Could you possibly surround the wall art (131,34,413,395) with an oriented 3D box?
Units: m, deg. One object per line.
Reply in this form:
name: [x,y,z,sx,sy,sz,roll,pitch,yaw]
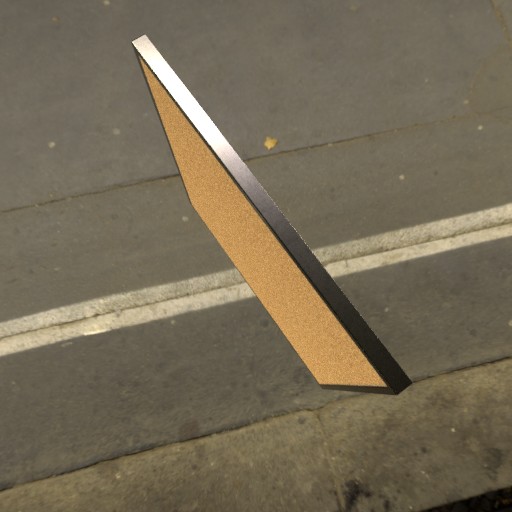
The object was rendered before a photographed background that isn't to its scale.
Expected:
wall art: [0.000,0.000,0.505,0.014,0.349,0.349,-34,77,-9]
